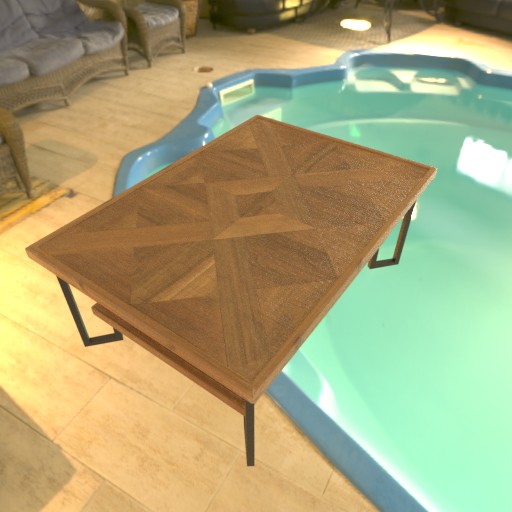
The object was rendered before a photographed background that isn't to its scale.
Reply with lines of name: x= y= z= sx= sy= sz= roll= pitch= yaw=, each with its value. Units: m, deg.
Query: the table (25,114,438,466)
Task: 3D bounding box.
table: x=0.000 y=0.000 z=1.717 sx=0.877 sy=0.492 sz=1.238 roll=25 pitch=47 yaw=26
